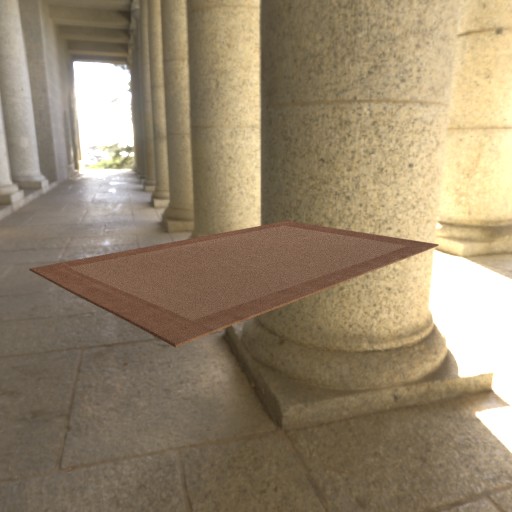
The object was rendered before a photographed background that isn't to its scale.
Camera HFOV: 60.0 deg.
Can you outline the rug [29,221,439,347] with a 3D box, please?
[{"bbox_3d":[0.000,0.000,3.049,1.524,0.014,2.438,13,19,43],"label":"rug"}]
